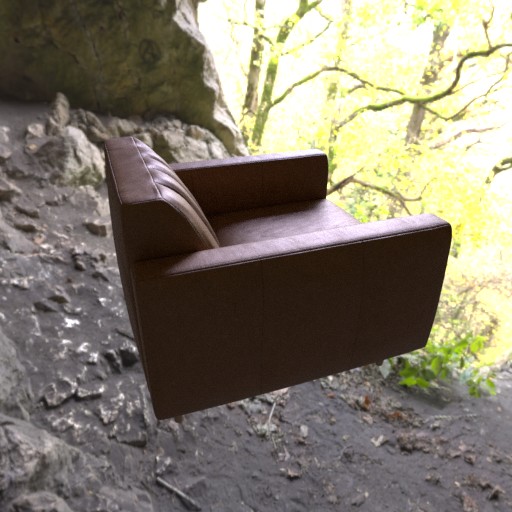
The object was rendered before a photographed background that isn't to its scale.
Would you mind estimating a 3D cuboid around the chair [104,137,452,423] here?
[{"bbox_3d":[0.000,0.000,1.683,0.998,0.819,0.953,-10,31,-18],"label":"chair"}]
